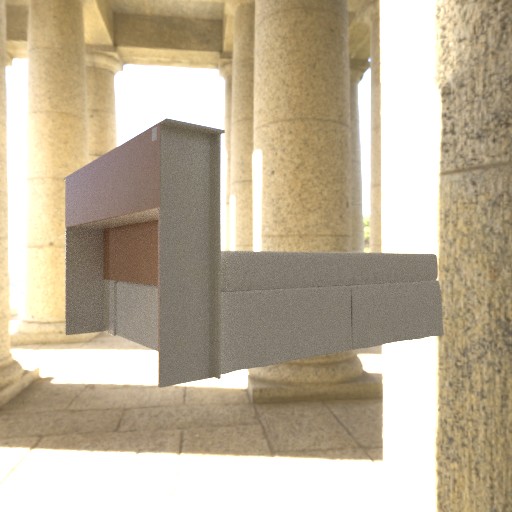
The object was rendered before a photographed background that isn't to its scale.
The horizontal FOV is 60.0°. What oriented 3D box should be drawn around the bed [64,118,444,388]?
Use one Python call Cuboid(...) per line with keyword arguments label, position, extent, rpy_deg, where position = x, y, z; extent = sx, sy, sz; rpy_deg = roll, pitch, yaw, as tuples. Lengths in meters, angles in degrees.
Cuboid(label="bed", position=(0.000, 0.000, 3.076), extent=(2.133, 1.092, 1.671), rpy_deg=(0, 0, -37))
